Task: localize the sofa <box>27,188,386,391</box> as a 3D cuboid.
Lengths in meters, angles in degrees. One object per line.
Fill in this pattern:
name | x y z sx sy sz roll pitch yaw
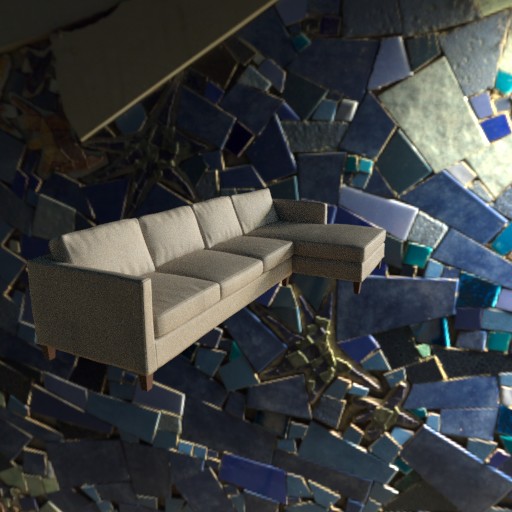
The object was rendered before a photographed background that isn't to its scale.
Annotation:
sofa | 0.000 0.000 3.832 1.625 0.846 3.186 8 17 26
